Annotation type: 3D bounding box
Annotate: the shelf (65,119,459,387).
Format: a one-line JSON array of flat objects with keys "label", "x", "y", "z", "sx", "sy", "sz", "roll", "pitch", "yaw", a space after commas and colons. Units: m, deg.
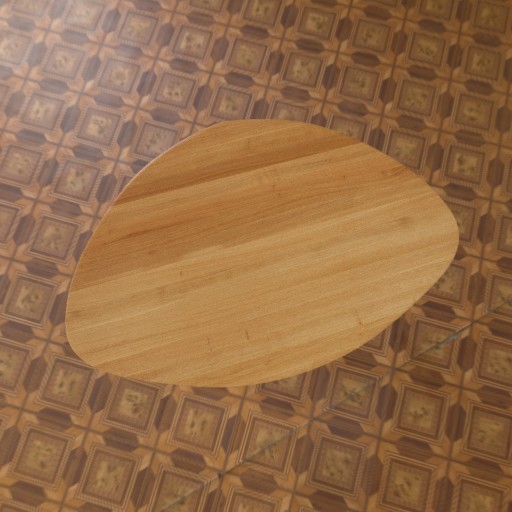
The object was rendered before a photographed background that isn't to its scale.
[{"label": "shelf", "x": 0.000, "y": 0.000, "z": 1.596, "sx": 1.246, "sy": 0.440, "sz": 0.845, "roll": -16, "pitch": 78, "yaw": -4}]
